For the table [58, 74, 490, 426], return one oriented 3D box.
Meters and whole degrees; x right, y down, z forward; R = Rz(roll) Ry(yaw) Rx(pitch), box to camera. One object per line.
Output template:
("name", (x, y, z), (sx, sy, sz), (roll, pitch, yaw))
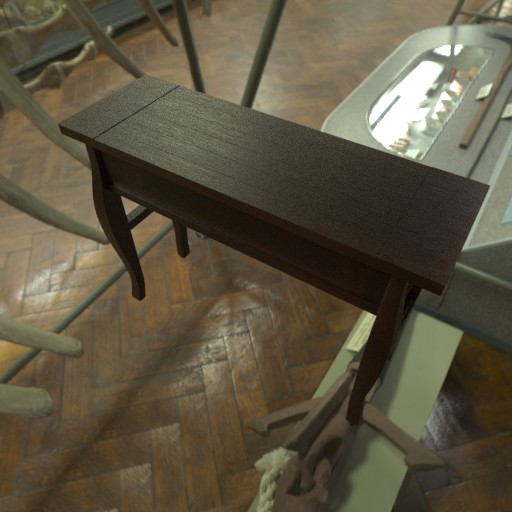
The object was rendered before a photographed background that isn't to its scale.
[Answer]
("table", (0.000, 0.000, 1.400), (1.062, 0.768, 0.373), (25, 52, 22))
